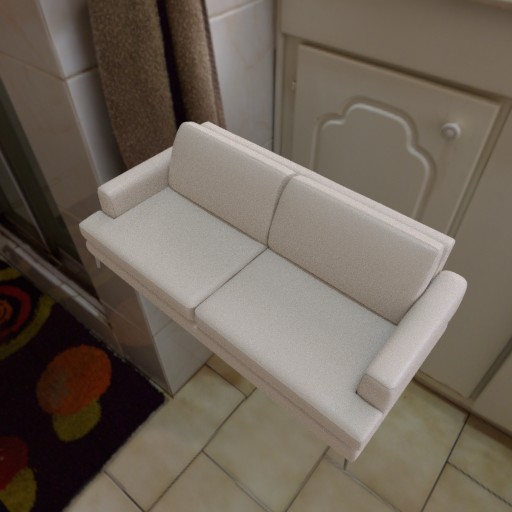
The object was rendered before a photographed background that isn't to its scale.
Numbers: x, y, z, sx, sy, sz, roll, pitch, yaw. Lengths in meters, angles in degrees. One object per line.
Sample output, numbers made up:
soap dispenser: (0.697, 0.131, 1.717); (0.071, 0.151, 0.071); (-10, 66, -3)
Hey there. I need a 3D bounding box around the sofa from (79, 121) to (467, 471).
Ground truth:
sofa: (0.000, 0.000, 2.383); (1.940, 0.765, 0.974); (32, 54, 27)
